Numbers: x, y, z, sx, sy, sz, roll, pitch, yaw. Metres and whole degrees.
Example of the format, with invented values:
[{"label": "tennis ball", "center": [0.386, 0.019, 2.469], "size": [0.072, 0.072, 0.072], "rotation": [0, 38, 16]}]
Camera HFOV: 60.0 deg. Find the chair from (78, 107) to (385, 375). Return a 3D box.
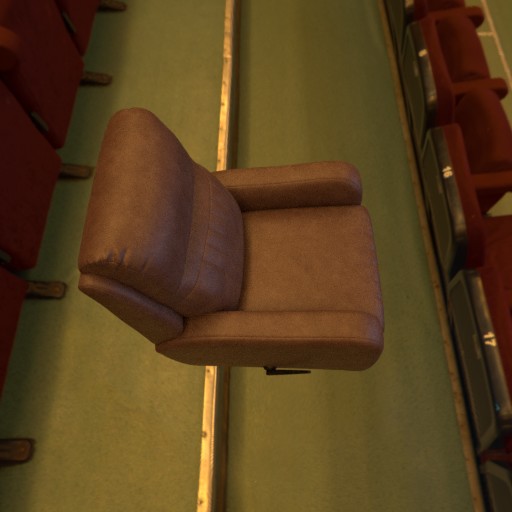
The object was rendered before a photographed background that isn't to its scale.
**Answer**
[{"label": "chair", "center": [0.000, 0.000, 1.822], "size": [1.067, 1.067, 0.865], "rotation": [0, 63, 0]}]
